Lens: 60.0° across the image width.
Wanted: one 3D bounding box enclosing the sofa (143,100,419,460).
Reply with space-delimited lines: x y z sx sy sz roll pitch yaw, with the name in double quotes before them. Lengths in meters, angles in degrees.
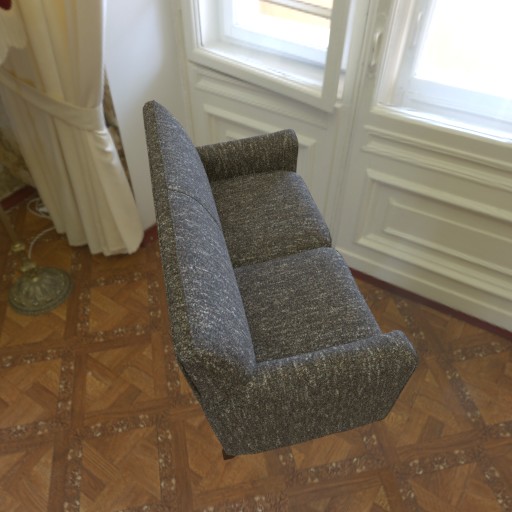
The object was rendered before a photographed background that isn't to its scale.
"sofa" 0.000 0.000 2.052 0.801 0.946 1.519 -10 48 -9
